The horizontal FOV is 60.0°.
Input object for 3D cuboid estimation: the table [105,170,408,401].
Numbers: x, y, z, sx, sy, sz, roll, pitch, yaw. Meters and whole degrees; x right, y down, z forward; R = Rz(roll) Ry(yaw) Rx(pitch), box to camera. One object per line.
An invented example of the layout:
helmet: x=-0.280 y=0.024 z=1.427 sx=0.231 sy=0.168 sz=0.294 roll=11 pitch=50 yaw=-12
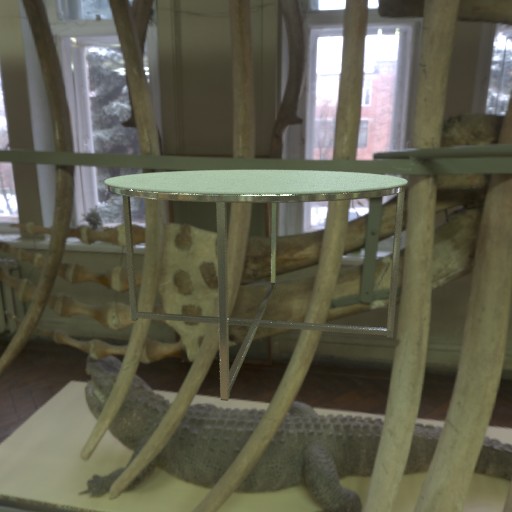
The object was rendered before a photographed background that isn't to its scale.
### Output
table: x=0.000 y=0.000 z=1.287 sx=0.800 sy=0.450 sz=0.800 roll=0 pitch=14 yaw=0
